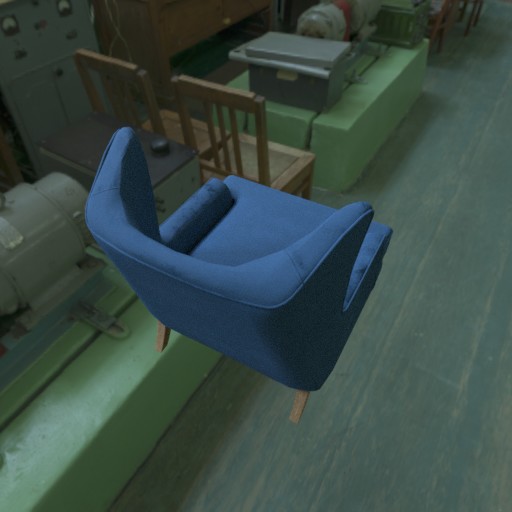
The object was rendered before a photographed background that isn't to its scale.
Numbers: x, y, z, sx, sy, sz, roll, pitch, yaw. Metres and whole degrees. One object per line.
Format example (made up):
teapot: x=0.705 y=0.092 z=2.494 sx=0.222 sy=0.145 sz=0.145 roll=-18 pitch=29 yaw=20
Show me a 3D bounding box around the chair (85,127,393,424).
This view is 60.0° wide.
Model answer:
chair: x=0.000 y=0.000 z=1.605 sx=0.793 sy=0.952 sz=0.910 roll=21 pitch=49 yaw=20
